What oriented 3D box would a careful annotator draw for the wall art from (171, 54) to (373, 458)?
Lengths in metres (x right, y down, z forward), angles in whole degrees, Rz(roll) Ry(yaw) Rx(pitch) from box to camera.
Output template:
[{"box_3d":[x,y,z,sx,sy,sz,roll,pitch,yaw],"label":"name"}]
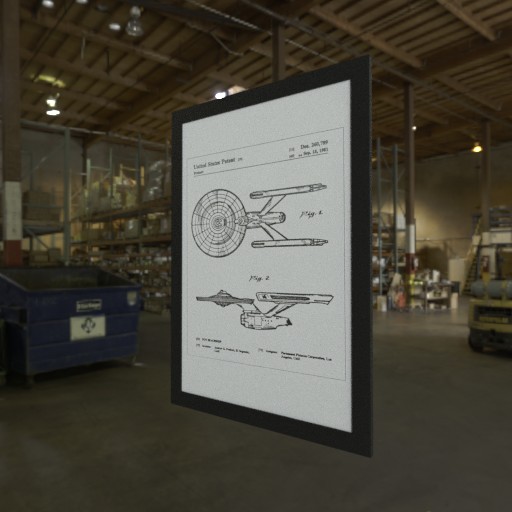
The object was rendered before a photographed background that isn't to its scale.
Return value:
[{"box_3d":[0.000,0.000,0.697,0.379,0.530,0.008,-1,-1,37],"label":"wall art"}]
